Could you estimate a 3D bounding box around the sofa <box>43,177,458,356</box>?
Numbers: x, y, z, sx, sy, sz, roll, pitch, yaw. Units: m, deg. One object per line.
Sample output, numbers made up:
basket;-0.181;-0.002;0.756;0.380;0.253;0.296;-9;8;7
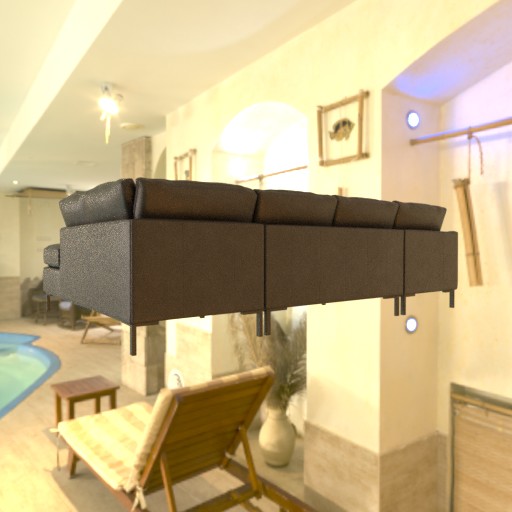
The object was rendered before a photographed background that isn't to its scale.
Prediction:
sofa;0.000;0.000;3.740;2.956;0.900;1.939;-1;1;-36
